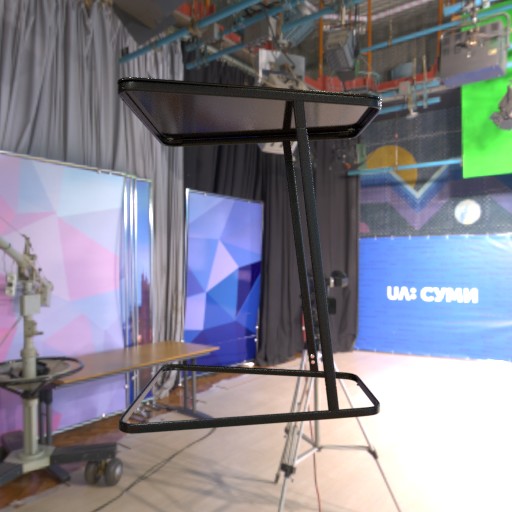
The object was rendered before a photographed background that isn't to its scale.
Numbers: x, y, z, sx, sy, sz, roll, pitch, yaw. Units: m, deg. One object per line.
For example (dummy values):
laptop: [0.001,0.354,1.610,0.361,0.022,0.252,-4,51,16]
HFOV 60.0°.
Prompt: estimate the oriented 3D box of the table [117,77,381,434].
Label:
table: [0.000,0.000,0.983,0.500,0.624,0.427,0,1,0]
